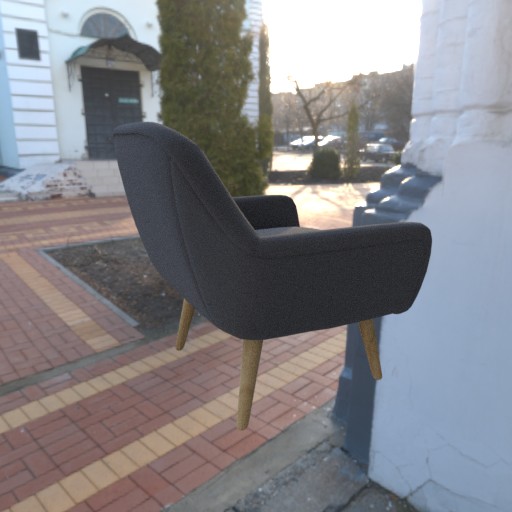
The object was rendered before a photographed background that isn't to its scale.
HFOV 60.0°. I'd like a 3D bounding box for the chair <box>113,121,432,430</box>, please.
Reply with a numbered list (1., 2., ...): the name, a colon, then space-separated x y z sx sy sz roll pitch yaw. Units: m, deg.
1. chair: 0.000 0.000 1.407 0.779 0.800 0.770 -8 17 -27
